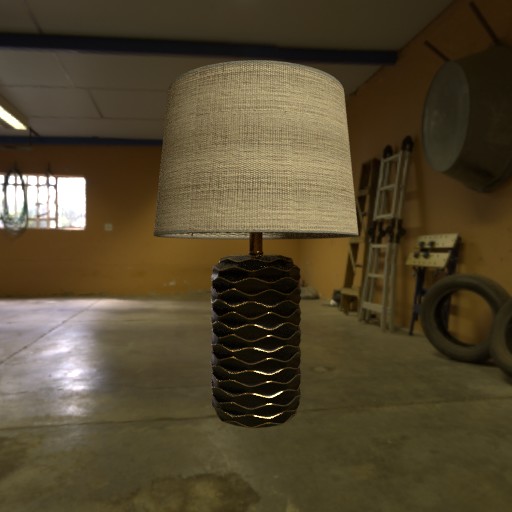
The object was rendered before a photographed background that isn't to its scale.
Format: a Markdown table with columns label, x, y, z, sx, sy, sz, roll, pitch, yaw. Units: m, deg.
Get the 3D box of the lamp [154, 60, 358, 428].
| label | x | y | z | sx | sy | sz | roll | pitch | yaw |
| --- | --- | --- | --- | --- | --- | --- | --- | --- | --- |
| lamp | 0.000 | 0.000 | 0.835 | 0.376 | 0.594 | 0.376 | 0 | 1 | 0 |
